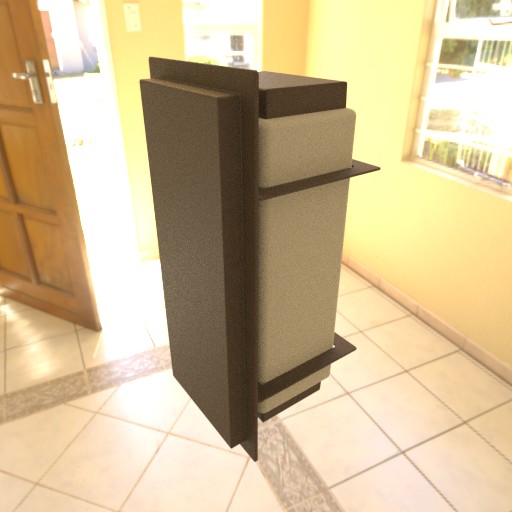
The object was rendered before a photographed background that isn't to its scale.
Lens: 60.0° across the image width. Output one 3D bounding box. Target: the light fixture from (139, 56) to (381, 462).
[{"bbox_3d":[0.000,0.000,0.426,0.146,0.347,0.153,-19,33,-31],"label":"light fixture"}]
